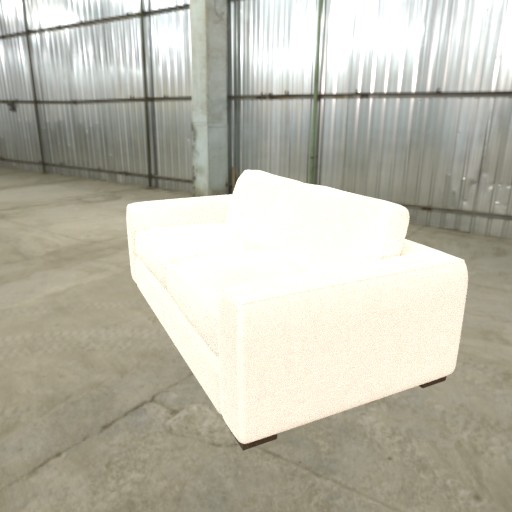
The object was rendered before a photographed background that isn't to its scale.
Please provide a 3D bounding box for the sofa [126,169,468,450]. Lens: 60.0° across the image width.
[{"bbox_3d":[0.000,0.000,2.456,1.069,0.801,1.920,-8,19,-25],"label":"sofa"}]
